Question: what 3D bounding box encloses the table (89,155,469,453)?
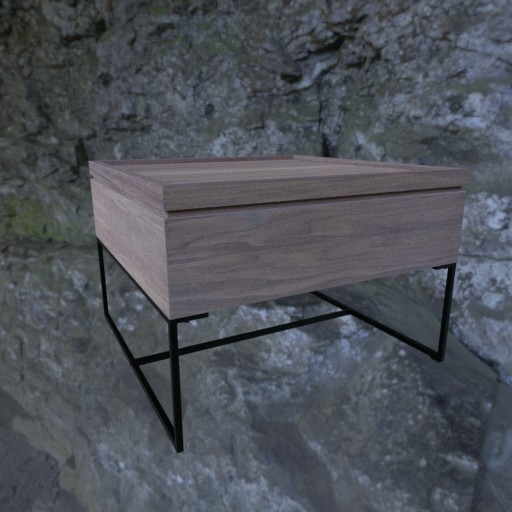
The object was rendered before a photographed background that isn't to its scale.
[{"bbox_3d":[0.000,0.000,1.144,0.679,0.464,0.676,-8,18,-27],"label":"table"}]
